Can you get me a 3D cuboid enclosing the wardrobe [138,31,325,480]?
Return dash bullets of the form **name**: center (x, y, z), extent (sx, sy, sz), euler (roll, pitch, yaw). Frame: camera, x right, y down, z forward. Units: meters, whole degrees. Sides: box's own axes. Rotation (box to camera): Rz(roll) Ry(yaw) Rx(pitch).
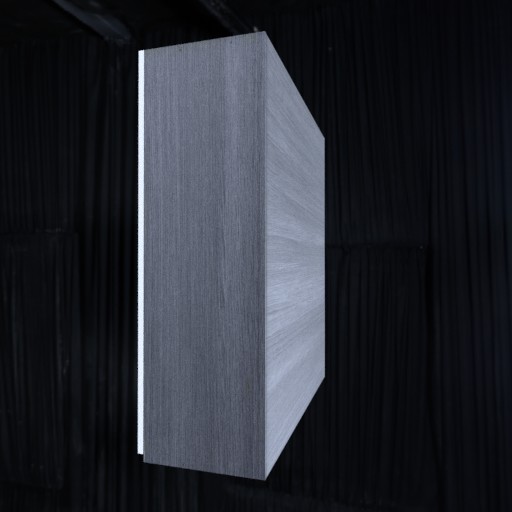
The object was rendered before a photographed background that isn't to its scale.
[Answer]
- **wardrobe**: center (0.000, 0.000, 2.870), extent (0.629, 1.960, 1.780), euler (0, 0, 17)
